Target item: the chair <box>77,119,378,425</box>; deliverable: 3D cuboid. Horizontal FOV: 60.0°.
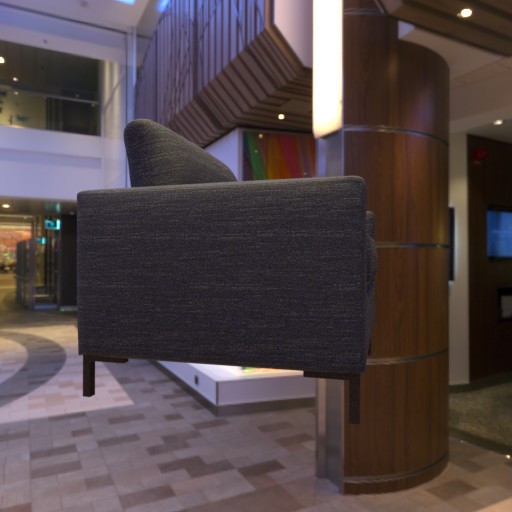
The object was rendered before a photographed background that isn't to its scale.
[{"bbox_3d":[0.000,0.000,1.652,0.866,0.861,0.963,0,-1,16],"label":"chair"}]
